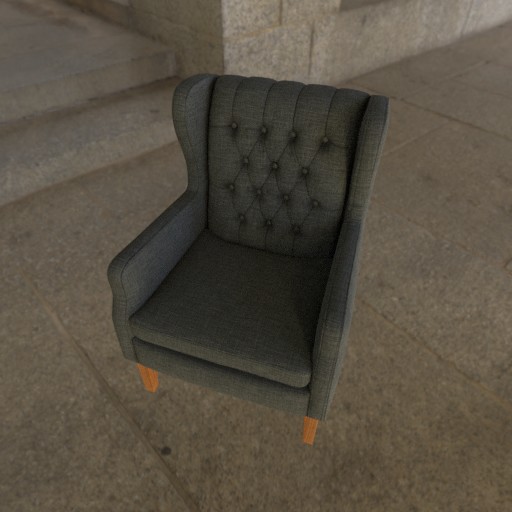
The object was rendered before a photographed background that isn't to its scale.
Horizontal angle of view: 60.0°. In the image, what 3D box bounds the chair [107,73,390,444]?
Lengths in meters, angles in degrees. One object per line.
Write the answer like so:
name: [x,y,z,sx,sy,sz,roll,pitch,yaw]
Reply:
chair: [0.000,0.000,1.490,0.711,0.953,0.775,13,43,14]
